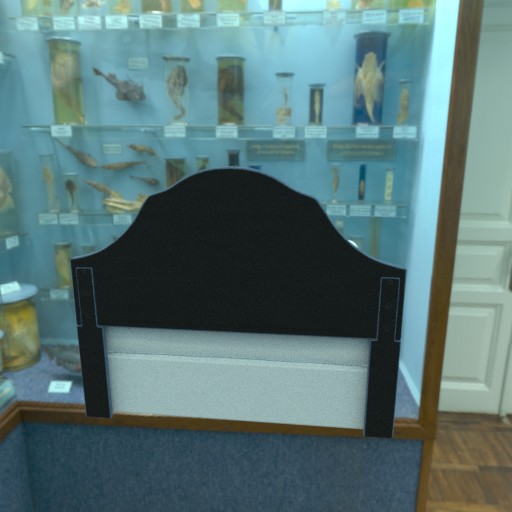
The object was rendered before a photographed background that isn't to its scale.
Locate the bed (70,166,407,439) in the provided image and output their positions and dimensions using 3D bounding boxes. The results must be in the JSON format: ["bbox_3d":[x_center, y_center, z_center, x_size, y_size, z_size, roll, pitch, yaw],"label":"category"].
[{"bbox_3d":[0.000,0.000,3.787,2.039,1.617,2.477,2,14,6],"label":"bed"}]
